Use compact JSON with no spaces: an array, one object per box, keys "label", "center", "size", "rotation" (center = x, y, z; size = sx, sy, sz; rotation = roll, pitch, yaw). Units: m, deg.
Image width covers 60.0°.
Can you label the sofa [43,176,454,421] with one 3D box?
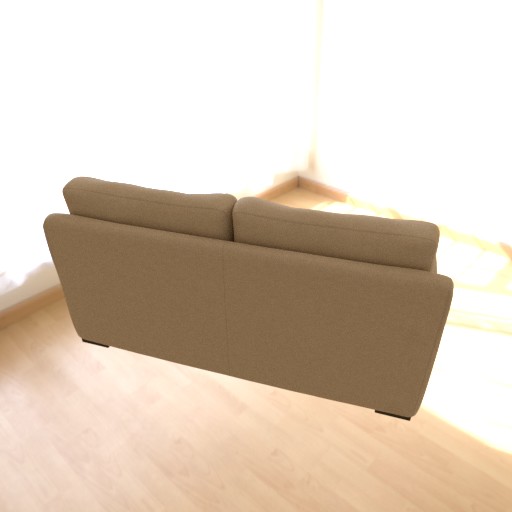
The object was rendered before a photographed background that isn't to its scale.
[{"label":"sofa","center":[0.000,0.000,2.425],"size":[1.885,0.967,0.962],"rotation":[9,33,15]}]
